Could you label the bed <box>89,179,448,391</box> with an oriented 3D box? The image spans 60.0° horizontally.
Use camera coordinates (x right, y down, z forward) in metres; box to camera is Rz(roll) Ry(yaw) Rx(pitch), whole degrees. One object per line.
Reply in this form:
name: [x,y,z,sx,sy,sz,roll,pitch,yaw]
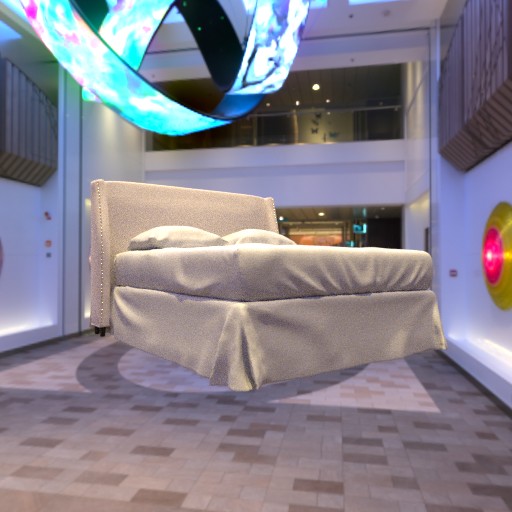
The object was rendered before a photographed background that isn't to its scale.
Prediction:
bed: [0.000,0.000,3.451,1.925,1.332,2.276,1,-1,-36]
